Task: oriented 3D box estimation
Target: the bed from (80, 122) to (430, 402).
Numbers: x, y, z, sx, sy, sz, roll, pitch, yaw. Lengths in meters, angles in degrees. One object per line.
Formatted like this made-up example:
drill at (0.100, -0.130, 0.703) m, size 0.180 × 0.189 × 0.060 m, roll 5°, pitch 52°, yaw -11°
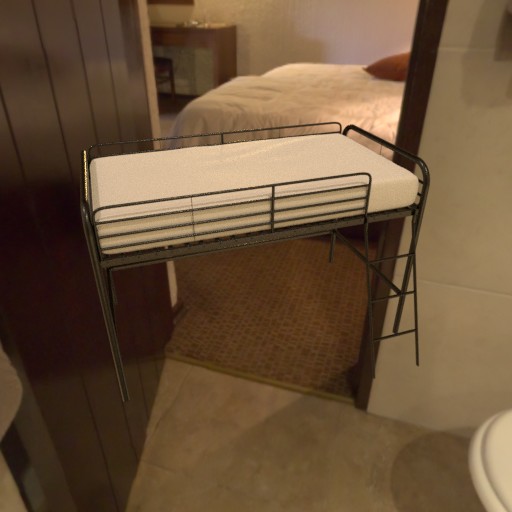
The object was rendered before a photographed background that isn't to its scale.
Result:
bed at (0.000, 0.000, 2.942) m, size 1.968 × 1.289 × 1.393 m, roll -10°, pitch 33°, yaw -16°
